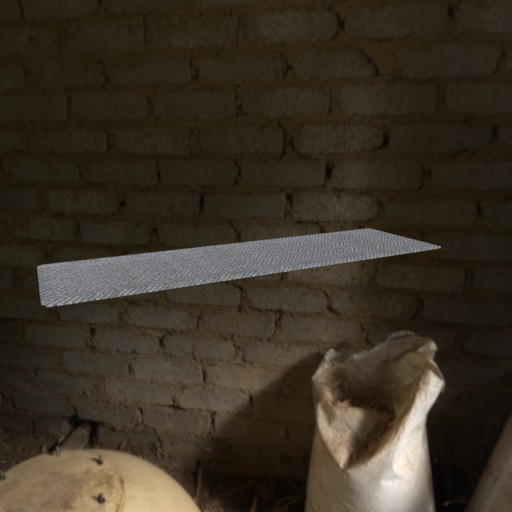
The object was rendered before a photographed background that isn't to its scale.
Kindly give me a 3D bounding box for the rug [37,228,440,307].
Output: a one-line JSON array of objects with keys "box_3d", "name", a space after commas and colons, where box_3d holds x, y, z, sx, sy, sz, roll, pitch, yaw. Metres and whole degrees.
[{"box_3d": [0.000, 0.000, 2.581, 2.286, 0.008, 0.686, -7, 16, -26], "name": "rug"}]
